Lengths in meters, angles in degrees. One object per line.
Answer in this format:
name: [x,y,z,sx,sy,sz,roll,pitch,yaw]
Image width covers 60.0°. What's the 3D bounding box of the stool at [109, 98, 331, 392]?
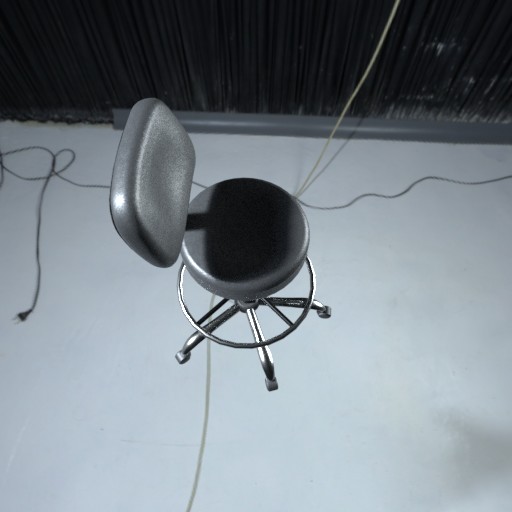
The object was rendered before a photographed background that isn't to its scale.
stool: [0.000,0.000,1.487,0.658,1.069,0.694,3,63,1]
